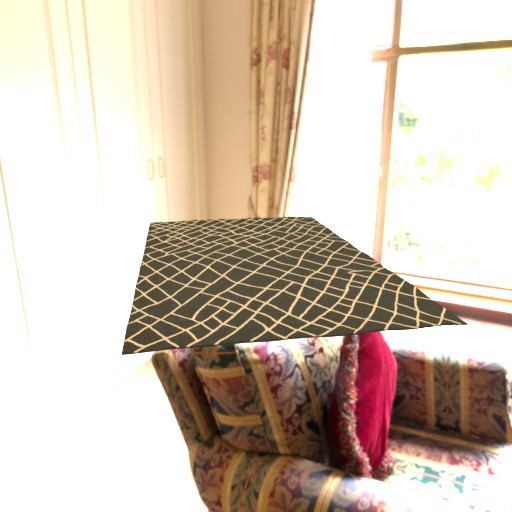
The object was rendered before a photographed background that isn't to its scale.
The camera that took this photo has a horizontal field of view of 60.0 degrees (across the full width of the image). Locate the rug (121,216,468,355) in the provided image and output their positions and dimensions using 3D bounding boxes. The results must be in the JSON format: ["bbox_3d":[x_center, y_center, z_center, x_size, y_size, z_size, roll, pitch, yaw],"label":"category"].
[{"bbox_3d":[0.000,0.000,3.038,1.529,0.017,2.448,-3,17,-10],"label":"rug"}]
